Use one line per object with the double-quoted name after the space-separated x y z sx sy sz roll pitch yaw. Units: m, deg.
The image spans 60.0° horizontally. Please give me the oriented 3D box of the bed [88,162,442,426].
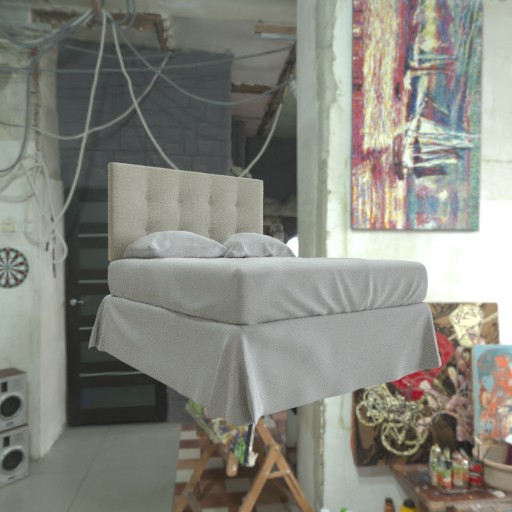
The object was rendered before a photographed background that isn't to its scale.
0.000 0.000 3.447 1.936 1.577 2.222 -1 1 -37 "bed"
